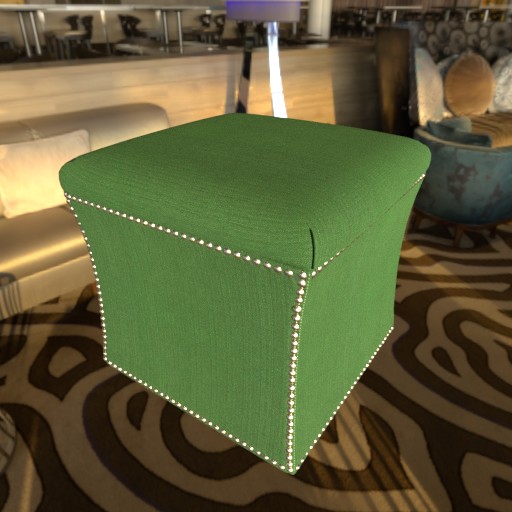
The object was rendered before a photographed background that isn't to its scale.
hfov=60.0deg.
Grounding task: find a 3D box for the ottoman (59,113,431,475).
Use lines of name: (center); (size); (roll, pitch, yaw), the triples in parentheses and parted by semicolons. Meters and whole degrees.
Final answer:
ottoman: (0.000, 0.000, 0.886); (0.507, 0.475, 0.497); (19, 34, 30)
